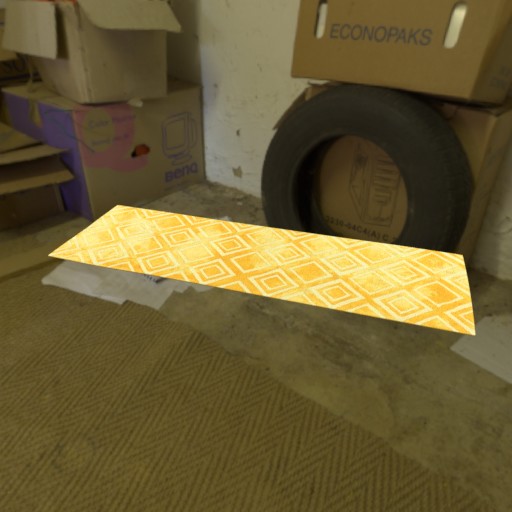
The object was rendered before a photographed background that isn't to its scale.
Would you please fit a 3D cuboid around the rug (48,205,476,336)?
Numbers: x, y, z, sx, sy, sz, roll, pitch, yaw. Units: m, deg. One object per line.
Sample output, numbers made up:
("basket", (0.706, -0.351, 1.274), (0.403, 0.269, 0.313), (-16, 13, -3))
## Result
("rug", (0.000, 0.000, 2.723), (2.438, 0.010, 0.775), (9, 33, 15))
